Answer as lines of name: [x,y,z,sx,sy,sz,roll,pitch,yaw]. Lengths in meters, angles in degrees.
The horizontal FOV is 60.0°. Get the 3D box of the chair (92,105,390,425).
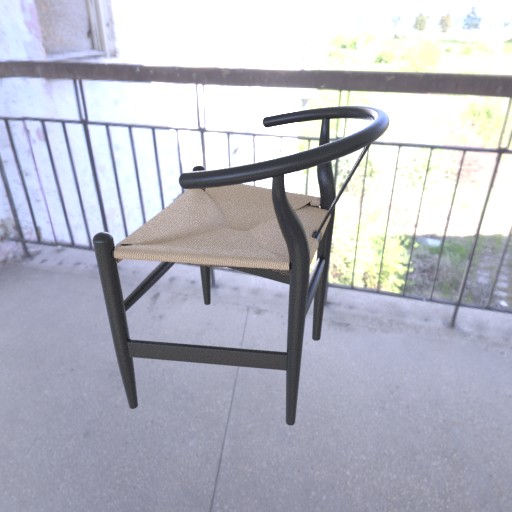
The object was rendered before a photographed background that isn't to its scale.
chair: [0.000,0.000,1.150,0.570,0.739,0.570,9,30,15]
